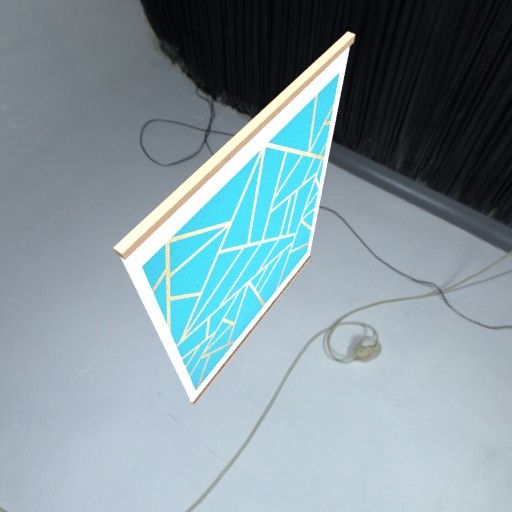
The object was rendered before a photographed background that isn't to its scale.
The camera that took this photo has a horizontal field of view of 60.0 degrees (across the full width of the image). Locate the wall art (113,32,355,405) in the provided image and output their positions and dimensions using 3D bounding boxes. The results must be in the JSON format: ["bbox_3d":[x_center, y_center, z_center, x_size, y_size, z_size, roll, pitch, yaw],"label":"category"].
[{"bbox_3d":[0.000,0.000,0.791,0.012,0.608,0.459,32,63,18],"label":"wall art"}]
